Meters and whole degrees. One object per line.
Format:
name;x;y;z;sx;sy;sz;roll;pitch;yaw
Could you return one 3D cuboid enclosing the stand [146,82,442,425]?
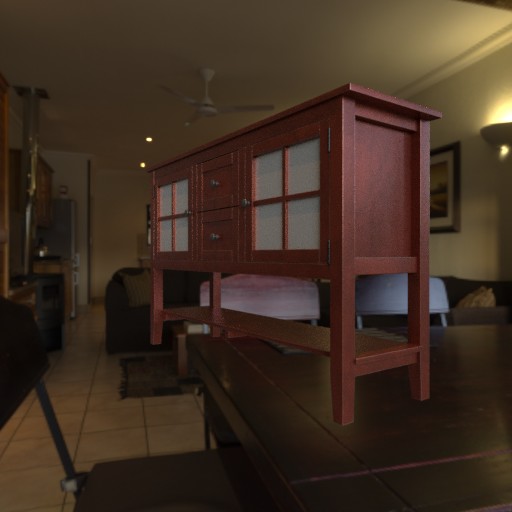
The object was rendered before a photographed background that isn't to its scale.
stand;0.000;0.000;1.775;0.410;0.872;1.362;0;0;-35
